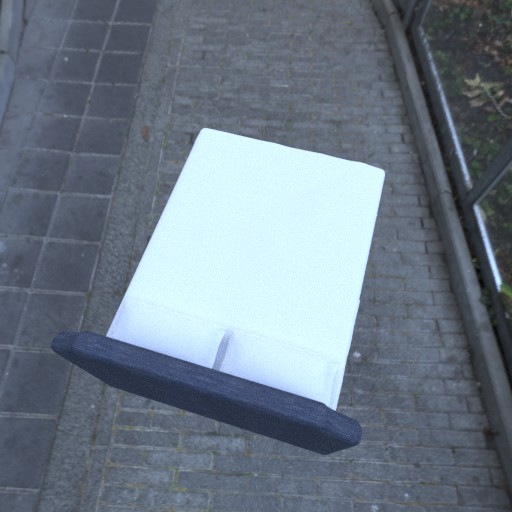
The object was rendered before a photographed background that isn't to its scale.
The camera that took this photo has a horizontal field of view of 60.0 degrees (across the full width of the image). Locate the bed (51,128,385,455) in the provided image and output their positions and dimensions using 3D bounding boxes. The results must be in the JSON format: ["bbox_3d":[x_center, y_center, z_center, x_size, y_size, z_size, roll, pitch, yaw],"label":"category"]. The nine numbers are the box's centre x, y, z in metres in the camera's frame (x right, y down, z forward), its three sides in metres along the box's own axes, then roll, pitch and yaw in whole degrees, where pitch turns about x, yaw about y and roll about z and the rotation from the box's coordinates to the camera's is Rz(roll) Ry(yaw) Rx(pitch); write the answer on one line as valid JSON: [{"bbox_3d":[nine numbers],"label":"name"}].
[{"bbox_3d":[0.000,0.000,3.092,1.693,1.290,2.116,15,65,7],"label":"bed"}]
